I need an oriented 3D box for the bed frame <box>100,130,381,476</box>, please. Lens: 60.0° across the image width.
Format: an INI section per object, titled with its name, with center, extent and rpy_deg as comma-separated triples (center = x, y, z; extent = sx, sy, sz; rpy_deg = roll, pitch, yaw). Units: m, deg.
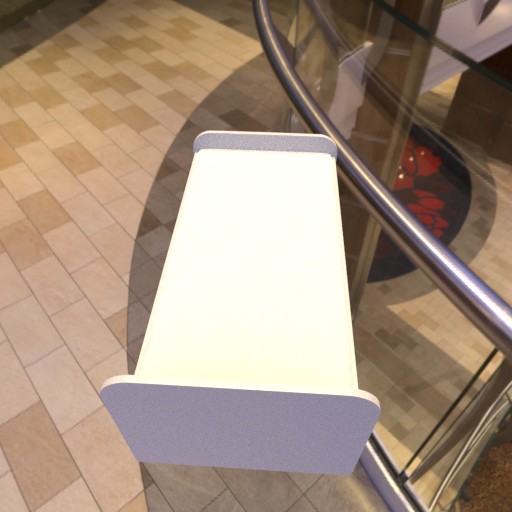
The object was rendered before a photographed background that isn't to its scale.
[bed frame]
center = 0.000, 0.000, 2.438
extent = 0.998, 0.805, 1.963
rpy_deg = 3, 47, 2
